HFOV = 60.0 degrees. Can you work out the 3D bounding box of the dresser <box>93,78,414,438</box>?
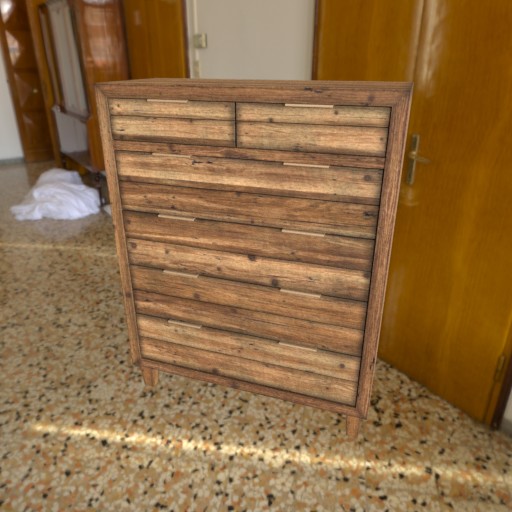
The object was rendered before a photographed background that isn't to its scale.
[{"bbox_3d":[0.000,0.000,1.862,1.067,1.359,0.438,8,25,17],"label":"dresser"}]
